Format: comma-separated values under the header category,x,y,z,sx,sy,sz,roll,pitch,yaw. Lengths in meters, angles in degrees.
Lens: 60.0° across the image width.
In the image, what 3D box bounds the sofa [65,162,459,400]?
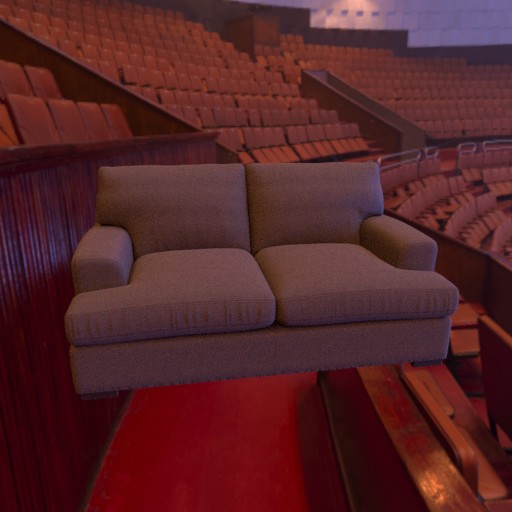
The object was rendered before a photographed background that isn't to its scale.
category,x,y,z,sx,sy,sz,roll,pitch,yaw
sofa,0.000,0.000,2.475,1.869,0.950,1.140,-3,17,-10
